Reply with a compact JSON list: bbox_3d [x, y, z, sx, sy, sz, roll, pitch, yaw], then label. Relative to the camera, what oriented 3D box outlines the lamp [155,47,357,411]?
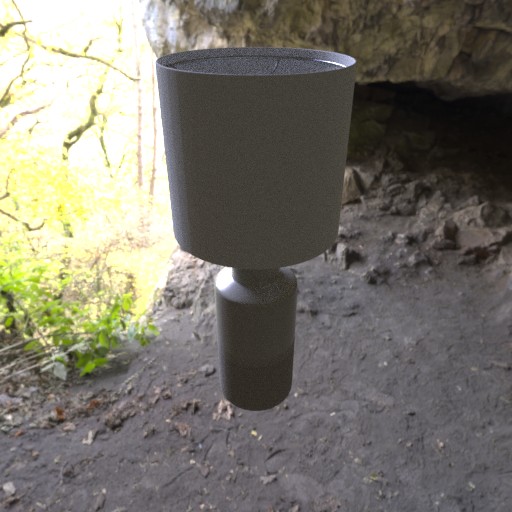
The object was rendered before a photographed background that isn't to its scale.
[{"bbox_3d":[0.000,0.000,0.601,0.212,0.493,0.212,9,32,15],"label":"lamp"}]
